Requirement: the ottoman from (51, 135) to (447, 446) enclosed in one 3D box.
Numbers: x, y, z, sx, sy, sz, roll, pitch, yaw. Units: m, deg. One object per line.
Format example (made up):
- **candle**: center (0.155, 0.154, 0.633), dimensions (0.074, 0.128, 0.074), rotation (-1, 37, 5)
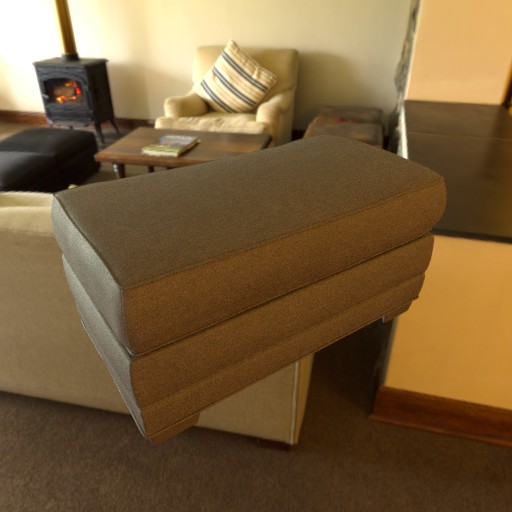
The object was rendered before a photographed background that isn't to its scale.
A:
- **ottoman**: center (0.000, 0.000, 1.143), dimensions (0.864, 0.448, 0.490), rotation (-20, 36, -29)
